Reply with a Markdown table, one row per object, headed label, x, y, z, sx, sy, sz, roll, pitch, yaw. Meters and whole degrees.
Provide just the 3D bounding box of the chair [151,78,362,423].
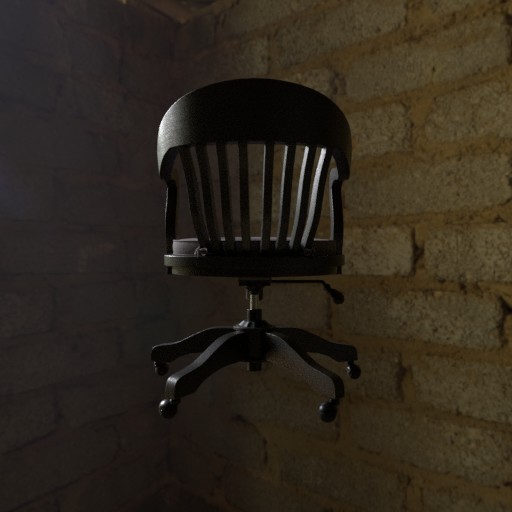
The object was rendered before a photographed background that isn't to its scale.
| label | x | y | z | sx | sy | sz | roll | pitch | yaw |
| --- | --- | --- | --- | --- | --- | --- | --- | --- | --- |
| chair | 0.000 | 0.000 | 1.478 | 0.750 | 0.878 | 0.788 | 0 | 1 | 0 |
